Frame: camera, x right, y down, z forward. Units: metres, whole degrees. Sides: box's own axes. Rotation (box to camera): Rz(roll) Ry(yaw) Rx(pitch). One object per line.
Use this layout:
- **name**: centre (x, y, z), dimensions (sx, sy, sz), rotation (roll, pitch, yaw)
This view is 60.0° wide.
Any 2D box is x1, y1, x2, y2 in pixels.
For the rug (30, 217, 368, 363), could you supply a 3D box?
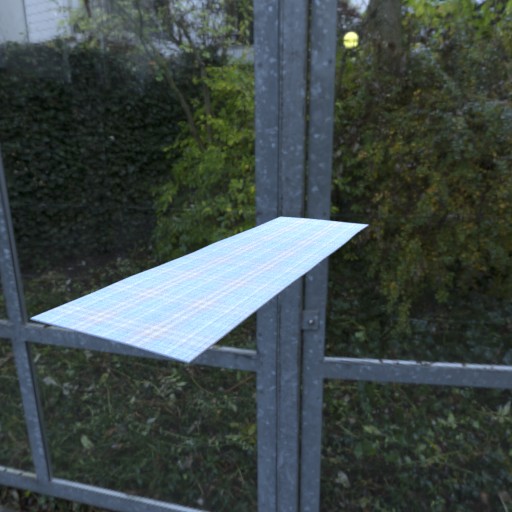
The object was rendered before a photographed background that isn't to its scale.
- **rug**: centre (0.000, 0.000, 2.631), dimensions (0.762, 0.013, 2.439), rotation (8, 17, 26)
